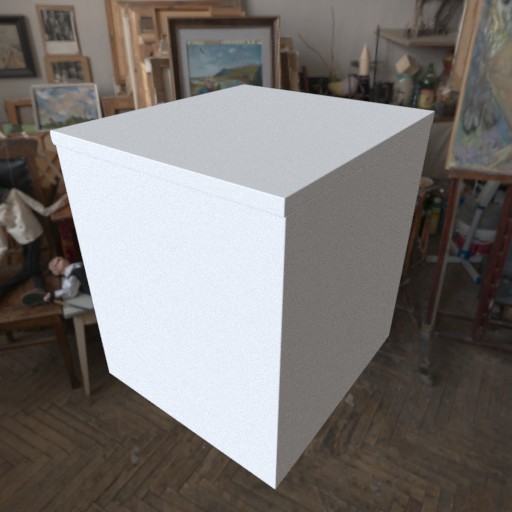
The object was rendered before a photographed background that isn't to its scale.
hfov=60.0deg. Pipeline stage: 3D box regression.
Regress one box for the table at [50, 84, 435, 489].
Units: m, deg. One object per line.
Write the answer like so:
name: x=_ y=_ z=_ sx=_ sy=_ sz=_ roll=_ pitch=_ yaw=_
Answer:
table: x=0.000 y=0.000 z=0.760 sx=0.380 sy=0.460 sz=0.420 roll=21 pitch=37 yaw=31
